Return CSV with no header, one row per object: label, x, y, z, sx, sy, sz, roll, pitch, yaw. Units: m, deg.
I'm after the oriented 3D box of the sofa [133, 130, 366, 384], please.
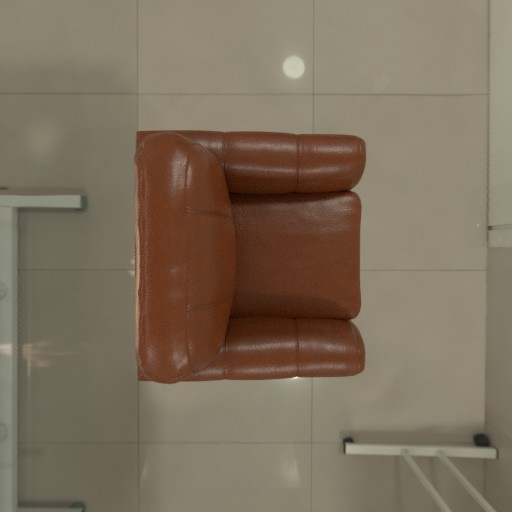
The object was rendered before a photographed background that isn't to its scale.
sofa,0.000,0.000,1.548,0.789,0.876,0.836,0,91,0
